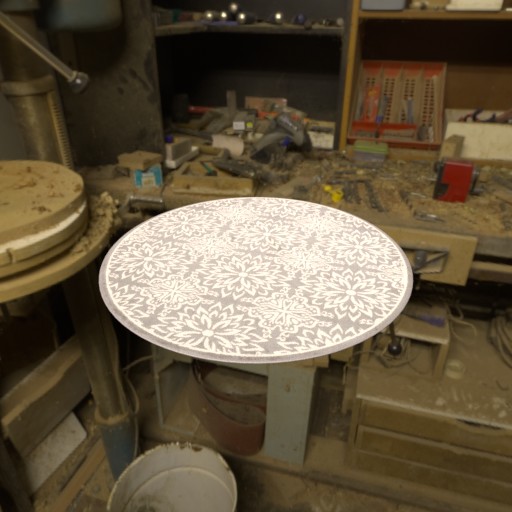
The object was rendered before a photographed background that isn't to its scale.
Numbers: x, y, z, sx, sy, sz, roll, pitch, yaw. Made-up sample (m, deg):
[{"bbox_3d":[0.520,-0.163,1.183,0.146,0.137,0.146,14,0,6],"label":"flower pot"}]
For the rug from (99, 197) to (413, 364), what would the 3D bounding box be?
[{"bbox_3d":[0.000,0.000,2.349,1.593,0.012,1.593,0,30,0],"label":"rug"}]
